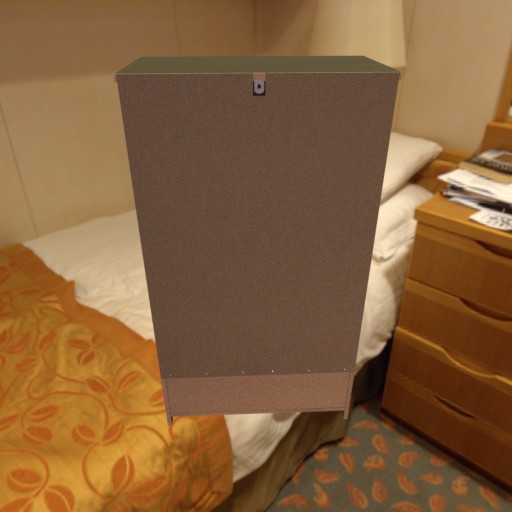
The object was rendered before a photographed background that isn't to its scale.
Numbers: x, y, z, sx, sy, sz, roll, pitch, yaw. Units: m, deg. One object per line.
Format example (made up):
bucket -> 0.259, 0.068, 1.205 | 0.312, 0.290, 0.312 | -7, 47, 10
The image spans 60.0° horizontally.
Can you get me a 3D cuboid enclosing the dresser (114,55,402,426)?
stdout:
dresser -> 0.000, 0.000, 1.562 | 0.704, 1.255, 0.399 | -1, 30, -2
